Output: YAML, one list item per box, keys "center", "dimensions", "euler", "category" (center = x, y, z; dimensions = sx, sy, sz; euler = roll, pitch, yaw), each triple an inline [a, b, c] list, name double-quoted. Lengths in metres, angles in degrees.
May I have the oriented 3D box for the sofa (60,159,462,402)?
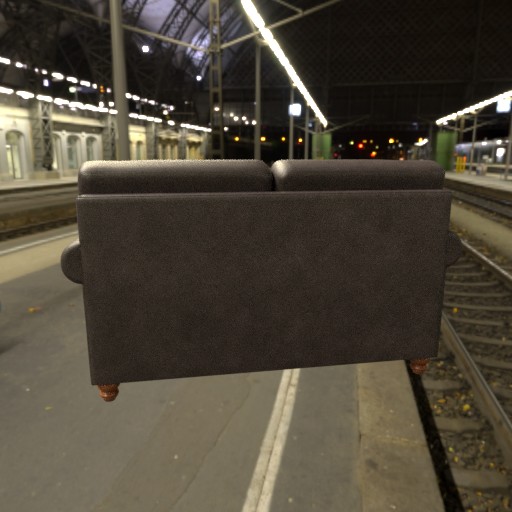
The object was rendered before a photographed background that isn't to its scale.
- center: [0.000, 0.000, 2.296]
  dimensions: [1.663, 0.979, 1.030]
  euler: [-2, 13, -10]
  category: "sofa"
